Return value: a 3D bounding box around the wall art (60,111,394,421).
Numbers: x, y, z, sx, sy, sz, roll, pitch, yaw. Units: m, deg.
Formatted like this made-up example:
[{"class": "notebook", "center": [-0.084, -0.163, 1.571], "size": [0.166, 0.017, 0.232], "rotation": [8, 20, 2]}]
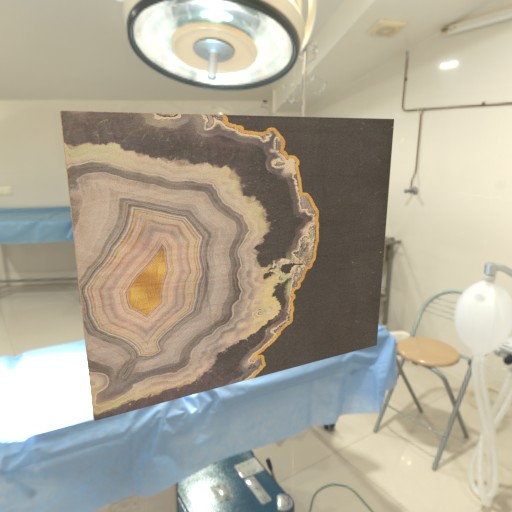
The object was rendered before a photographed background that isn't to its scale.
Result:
[{"class": "wall art", "center": [0.000, 0.000, 0.676], "size": [0.508, 0.408, 0.010], "rotation": [-8, 17, -26]}]
